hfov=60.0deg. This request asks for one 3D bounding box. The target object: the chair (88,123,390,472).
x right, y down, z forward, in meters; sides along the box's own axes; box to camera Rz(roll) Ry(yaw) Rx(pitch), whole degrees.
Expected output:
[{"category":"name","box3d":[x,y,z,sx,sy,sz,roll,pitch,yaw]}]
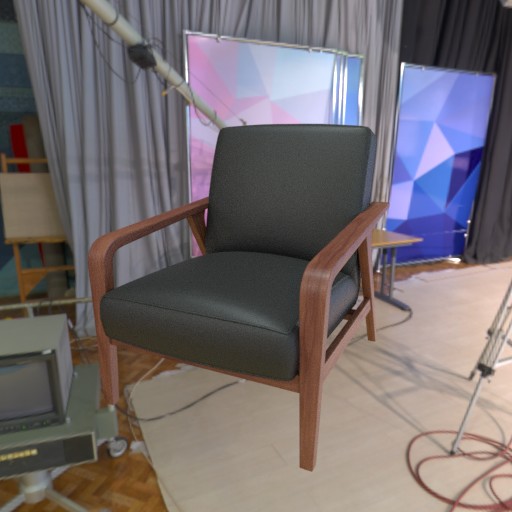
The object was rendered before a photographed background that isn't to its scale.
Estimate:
[{"category":"chair","box3d":[0.000,0.000,1.486,0.719,0.861,0.889,7,17,25]}]
